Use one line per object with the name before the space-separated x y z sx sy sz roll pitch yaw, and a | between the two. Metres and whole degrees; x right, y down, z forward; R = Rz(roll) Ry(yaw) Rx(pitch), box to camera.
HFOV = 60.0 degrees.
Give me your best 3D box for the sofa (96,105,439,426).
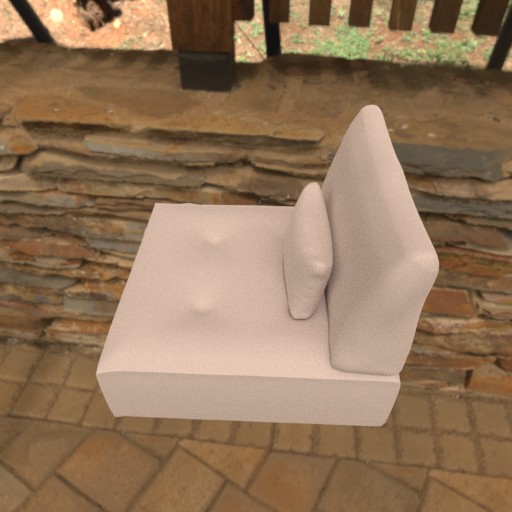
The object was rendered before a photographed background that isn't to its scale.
sofa | 0.000 0.000 1.675 1.000 0.828 0.935 2 42 2
